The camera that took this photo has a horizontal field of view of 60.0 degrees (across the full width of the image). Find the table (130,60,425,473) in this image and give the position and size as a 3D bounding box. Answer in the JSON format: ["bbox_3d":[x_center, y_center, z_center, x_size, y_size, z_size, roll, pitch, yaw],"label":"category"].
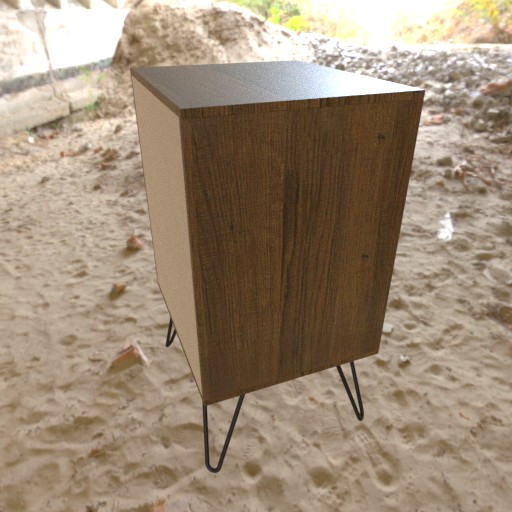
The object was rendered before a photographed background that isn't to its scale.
[{"bbox_3d":[0.000,0.000,1.147,0.457,0.866,0.526,-11,32,-19],"label":"table"}]
